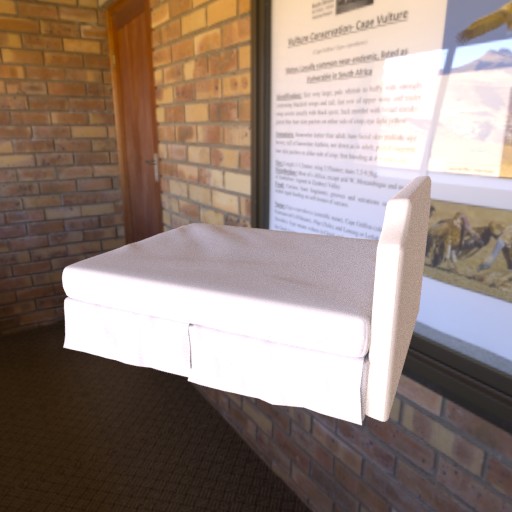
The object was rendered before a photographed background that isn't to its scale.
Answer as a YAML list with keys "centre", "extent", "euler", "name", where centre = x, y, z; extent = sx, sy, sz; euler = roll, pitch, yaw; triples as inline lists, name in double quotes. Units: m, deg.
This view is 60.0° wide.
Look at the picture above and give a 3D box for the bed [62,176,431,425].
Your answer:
- centre: [0.000, 0.000, 3.659]
  extent: [2.498, 1.293, 1.977]
  euler: [7, 17, 24]
  name: "bed"
